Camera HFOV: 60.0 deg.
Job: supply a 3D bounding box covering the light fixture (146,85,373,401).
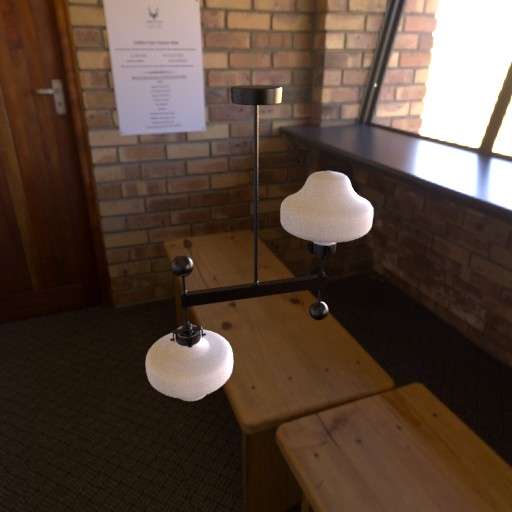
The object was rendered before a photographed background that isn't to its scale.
[{"bbox_3d":[0.000,0.000,1.040,0.422,0.743,0.489,18,30,33],"label":"light fixture"}]
